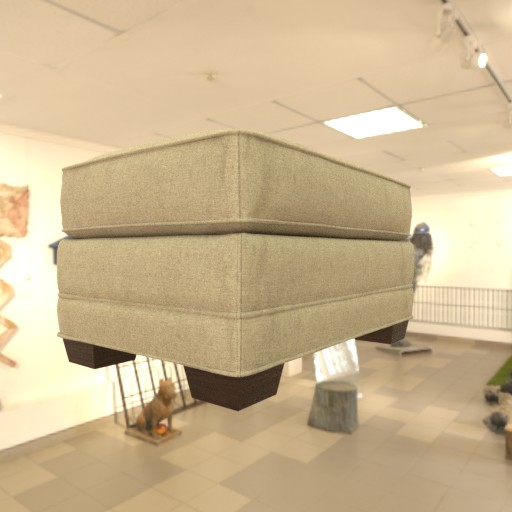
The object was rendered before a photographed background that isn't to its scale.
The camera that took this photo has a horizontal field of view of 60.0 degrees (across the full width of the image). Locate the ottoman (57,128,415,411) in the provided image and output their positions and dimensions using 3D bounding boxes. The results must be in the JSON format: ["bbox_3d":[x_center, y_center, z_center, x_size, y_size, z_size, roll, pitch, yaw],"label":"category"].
[{"bbox_3d":[0.000,0.000,1.209,0.611,0.508,0.848,1,1,38],"label":"ottoman"}]
